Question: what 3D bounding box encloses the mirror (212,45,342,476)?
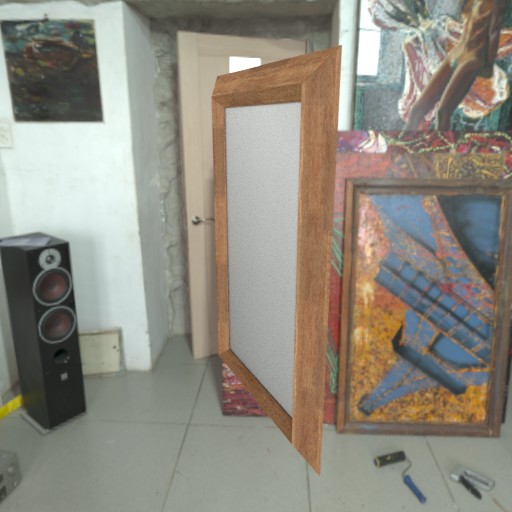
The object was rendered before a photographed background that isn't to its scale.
[{"bbox_3d":[0.000,0.000,1.261,0.047,1.010,0.651,-8,18,-25],"label":"mirror"}]
